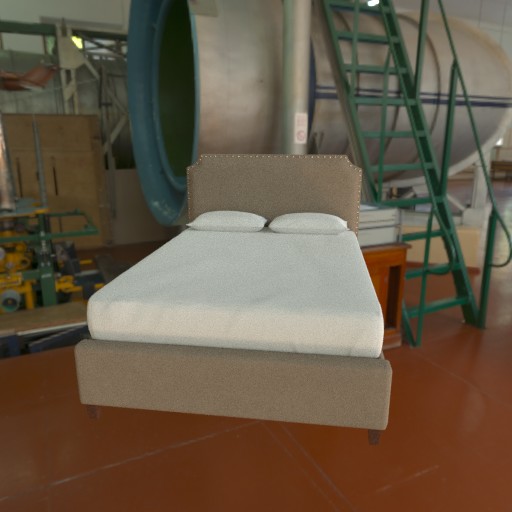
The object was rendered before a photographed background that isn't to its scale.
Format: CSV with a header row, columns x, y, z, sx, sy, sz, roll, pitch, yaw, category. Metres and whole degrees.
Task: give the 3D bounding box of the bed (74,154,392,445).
x,y,z,sx,sy,sz,roll,pitch,yaw,category
0.000,0.000,3.356,1.703,1.415,2.329,2,15,8,bed
